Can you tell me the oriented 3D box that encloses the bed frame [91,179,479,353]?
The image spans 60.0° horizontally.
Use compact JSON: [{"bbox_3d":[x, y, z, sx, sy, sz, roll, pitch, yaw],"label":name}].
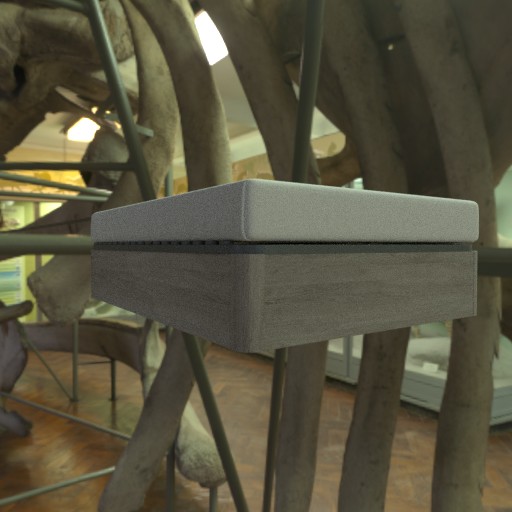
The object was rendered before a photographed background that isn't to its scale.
[{"bbox_3d":[0.000,0.000,2.561,1.400,0.561,1.900,-1,2,-35],"label":"bed frame"}]
